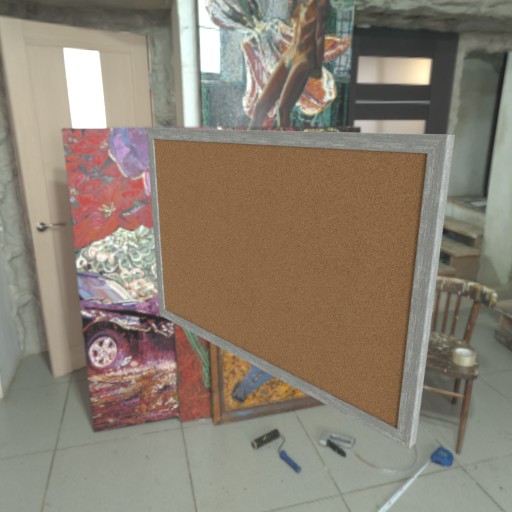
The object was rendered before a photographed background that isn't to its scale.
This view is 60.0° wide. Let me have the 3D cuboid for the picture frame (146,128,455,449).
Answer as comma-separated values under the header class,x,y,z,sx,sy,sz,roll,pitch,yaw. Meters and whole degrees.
class,x,y,z,sx,sy,sz,roll,pitch,yaw
picture frame,0.000,0.000,1.175,0.029,0.640,0.950,-16,23,-42
